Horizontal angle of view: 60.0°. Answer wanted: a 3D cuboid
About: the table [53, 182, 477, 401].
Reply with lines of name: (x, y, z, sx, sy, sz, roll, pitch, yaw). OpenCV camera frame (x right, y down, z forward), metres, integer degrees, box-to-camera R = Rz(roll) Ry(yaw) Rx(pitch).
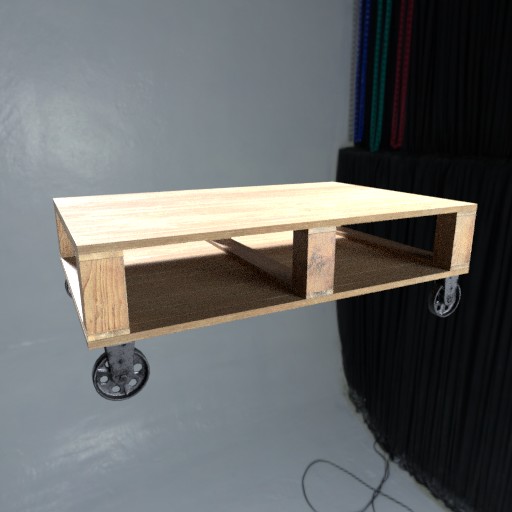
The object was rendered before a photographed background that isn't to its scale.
table: (0.000, 0.000, 1.659, 1.299, 0.413, 0.827, -8, 17, -26)
